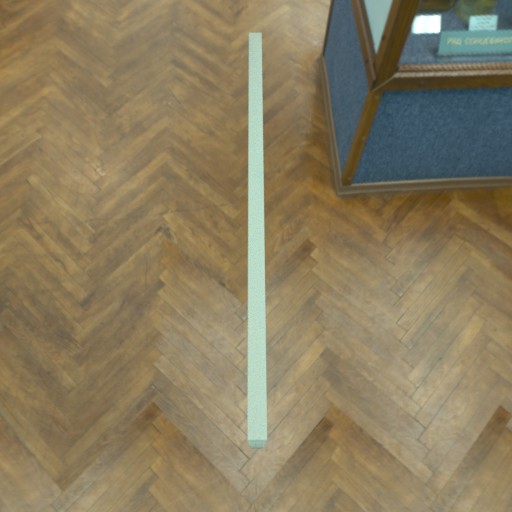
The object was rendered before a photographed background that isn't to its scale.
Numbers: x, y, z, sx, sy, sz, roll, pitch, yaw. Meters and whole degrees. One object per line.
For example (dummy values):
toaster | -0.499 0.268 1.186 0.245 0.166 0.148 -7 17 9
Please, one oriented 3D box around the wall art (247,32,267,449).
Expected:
wall art | 0.000 0.000 1.458 0.040 0.765 1.149 0 65 0
